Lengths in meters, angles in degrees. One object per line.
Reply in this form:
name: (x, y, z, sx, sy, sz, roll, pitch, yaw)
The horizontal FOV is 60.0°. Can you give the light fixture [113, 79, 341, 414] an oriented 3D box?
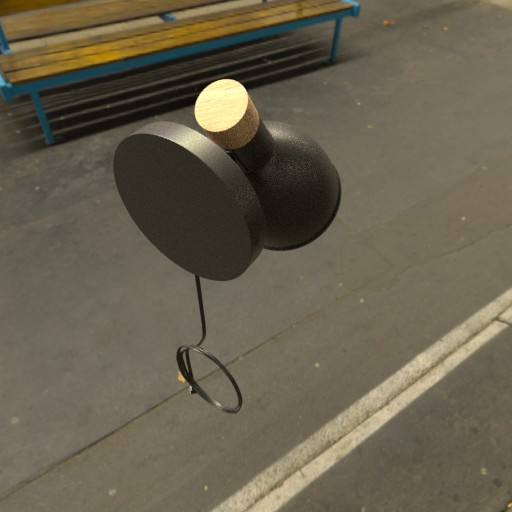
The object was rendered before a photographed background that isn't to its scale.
light fixture: (0.000, 0.000, 0.472, 0.127, 0.401, 0.203, 25, 51, 23)
